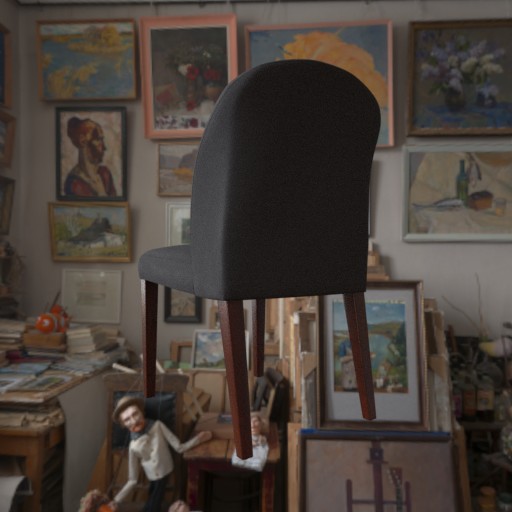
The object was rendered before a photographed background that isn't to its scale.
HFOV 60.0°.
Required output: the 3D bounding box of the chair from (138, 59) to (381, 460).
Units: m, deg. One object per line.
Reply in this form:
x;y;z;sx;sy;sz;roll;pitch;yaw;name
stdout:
0.000;0.000;1.267;0.506;0.879;0.619;0;0;-35;chair
